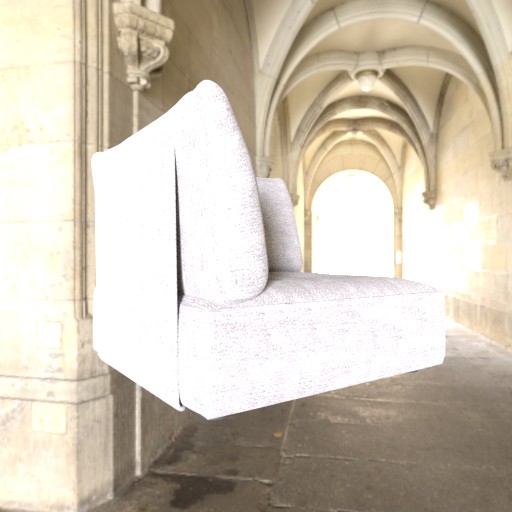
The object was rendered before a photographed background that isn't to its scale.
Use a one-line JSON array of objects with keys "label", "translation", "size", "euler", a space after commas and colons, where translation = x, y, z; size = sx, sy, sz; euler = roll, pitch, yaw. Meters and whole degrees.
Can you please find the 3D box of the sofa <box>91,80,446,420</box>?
[{"label": "sofa", "translation": [0.000, 0.000, 1.671], "size": [1.000, 0.820, 1.000], "euler": [0, 0, -35]}]
